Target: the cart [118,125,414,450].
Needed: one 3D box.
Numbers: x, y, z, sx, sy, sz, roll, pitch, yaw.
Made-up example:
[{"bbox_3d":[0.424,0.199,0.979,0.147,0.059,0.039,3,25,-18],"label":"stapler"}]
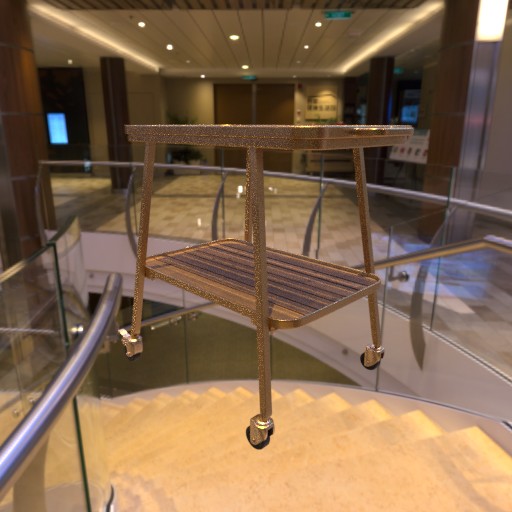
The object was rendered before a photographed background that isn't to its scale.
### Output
[{"bbox_3d":[0.000,0.000,1.240,0.524,0.700,0.806,-16,23,-43],"label":"cart"}]
